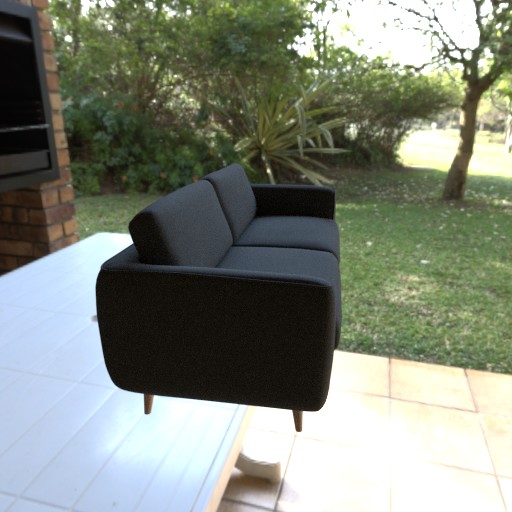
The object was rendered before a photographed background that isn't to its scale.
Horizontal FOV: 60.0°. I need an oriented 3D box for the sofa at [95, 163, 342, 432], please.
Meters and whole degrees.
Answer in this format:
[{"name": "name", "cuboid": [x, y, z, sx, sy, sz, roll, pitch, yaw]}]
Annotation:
[{"name": "sofa", "cuboid": [0.000, 0.000, 2.440, 0.920, 0.850, 2.000, 3, 18, 9]}]
